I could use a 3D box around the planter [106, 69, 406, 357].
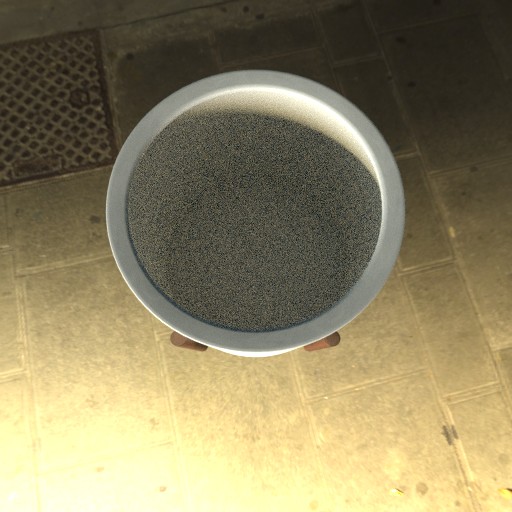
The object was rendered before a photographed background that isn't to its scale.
[{"bbox_3d":[0.000,0.000,0.942,0.417,0.670,0.417,1,76,0],"label":"planter"}]
